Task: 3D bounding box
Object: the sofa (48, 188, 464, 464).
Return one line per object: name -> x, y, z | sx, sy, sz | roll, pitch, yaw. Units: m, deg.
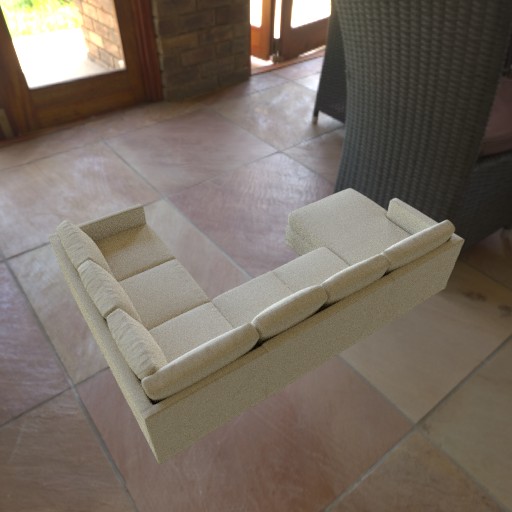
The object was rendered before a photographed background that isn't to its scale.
sofa -> 0.000, 0.000, 4.616 | 3.464, 0.882, 2.448 | -25, 47, -25
